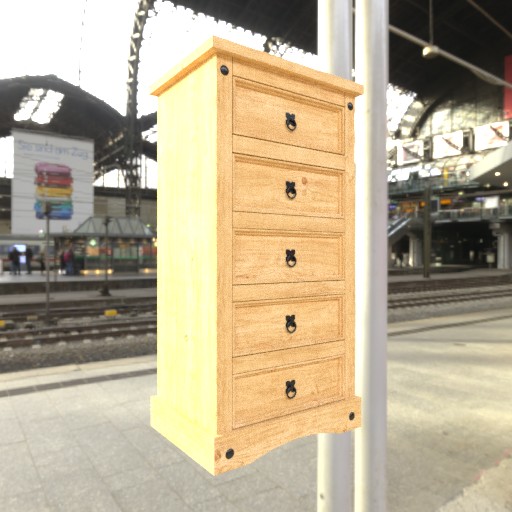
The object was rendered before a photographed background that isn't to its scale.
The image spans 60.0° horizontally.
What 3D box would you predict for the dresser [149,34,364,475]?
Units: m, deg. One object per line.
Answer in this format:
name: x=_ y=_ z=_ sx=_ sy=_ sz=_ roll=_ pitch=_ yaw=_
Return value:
dresser: x=0.000 y=0.000 z=1.354 sx=0.531 sy=1.041 sz=0.390 roll=0 pitch=0 yaw=-36
